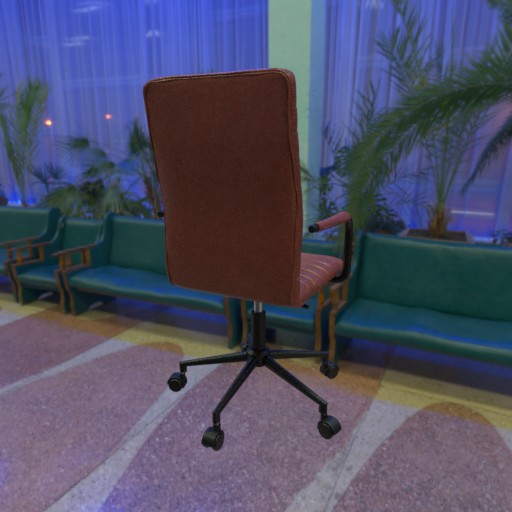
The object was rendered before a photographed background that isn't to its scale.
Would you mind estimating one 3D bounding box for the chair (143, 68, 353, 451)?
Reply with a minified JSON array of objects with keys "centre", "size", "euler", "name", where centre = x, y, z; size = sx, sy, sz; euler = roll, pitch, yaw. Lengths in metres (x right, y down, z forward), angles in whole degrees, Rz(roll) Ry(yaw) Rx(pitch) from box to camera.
[{"centre":[0.000,0.000,1.331],"size":[0.608,0.979,0.580],"euler":[8,17,27],"name":"chair"}]
